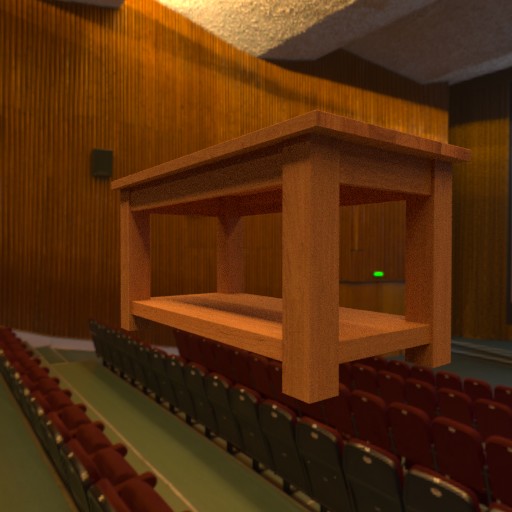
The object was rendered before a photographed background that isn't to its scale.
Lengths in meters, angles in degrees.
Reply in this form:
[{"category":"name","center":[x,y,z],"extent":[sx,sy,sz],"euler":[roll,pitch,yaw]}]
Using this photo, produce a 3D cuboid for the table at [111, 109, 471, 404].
[{"category":"table","center":[0.000,0.000,1.155],"extent":[0.450,0.452,0.899],"euler":[-1,1,-37]}]
